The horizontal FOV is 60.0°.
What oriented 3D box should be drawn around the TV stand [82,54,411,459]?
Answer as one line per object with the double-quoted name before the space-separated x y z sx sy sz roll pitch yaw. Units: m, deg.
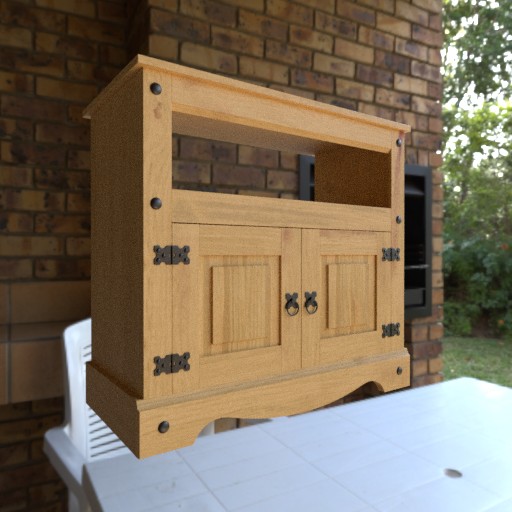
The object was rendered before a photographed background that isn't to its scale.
"TV stand" 0.000 0.000 1.275 0.851 0.787 0.430 0 0 -35
